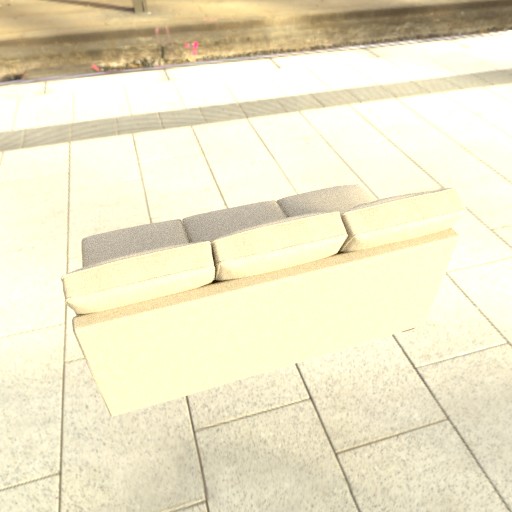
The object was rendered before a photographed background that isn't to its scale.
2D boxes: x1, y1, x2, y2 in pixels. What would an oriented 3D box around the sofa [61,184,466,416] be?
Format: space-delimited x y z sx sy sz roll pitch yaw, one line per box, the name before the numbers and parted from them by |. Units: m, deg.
sofa | 0.000 0.000 2.603 1.962 0.973 1.027 -13 43 -14
